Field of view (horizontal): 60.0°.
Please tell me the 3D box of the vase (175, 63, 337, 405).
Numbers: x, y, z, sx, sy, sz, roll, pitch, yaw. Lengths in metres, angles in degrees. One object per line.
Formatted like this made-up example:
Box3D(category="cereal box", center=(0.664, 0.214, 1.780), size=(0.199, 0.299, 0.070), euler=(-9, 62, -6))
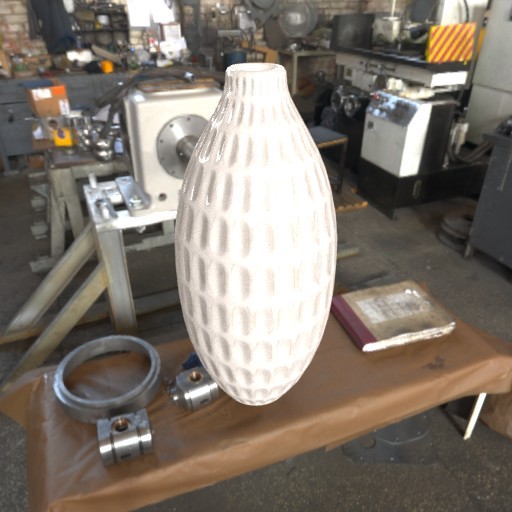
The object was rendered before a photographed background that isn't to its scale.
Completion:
Box3D(category="vase", center=(0.000, 0.000, 0.355), size=(0.127, 0.282, 0.127), euler=(0, 31, 0))
